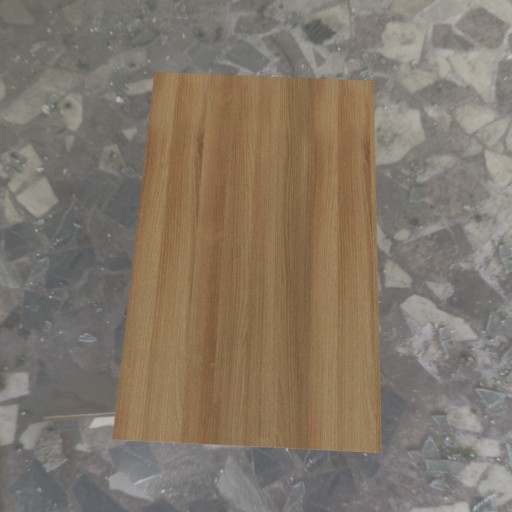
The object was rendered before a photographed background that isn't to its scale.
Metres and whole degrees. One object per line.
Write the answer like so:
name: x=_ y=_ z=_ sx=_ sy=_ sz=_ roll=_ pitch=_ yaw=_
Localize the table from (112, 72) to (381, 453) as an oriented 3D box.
table: x=0.000 y=0.000 z=1.442 sx=0.700 sy=0.330 sz=1.100 roll=3 pitch=76 yaw=1
